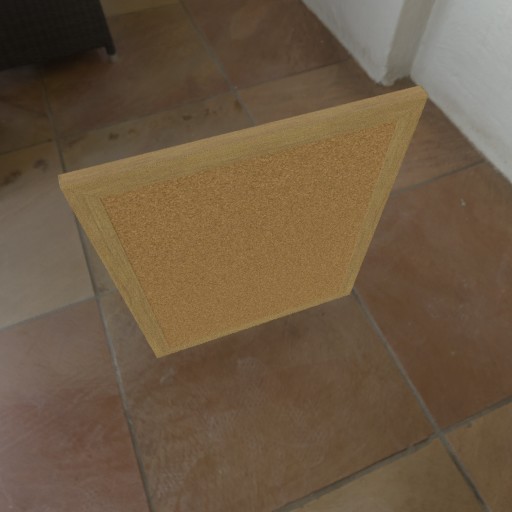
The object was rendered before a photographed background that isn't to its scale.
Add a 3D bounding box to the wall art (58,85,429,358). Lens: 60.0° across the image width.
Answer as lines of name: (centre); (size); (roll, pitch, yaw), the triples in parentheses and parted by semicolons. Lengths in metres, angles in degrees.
wall art: (0.000, 0.000, 0.766); (0.460, 0.561, 0.020); (-17, 60, -10)
